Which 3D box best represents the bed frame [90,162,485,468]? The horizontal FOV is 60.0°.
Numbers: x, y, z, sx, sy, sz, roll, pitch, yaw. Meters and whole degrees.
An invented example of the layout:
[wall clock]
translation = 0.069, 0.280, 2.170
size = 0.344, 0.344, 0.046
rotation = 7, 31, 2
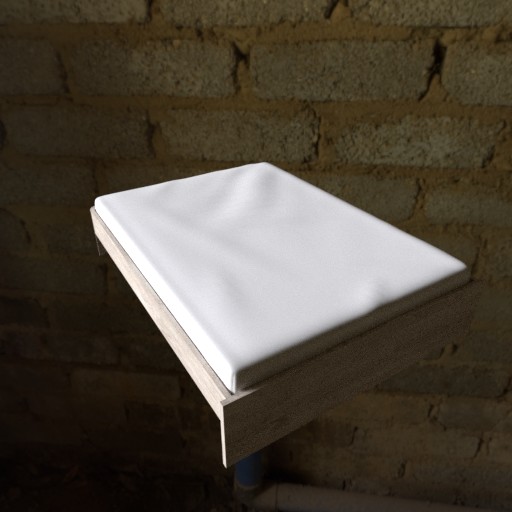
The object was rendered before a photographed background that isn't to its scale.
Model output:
[bed frame]
translation = 0.000, 0.000, 2.651
size = 1.490, 0.462, 1.950
rotation = -18, 35, -27
